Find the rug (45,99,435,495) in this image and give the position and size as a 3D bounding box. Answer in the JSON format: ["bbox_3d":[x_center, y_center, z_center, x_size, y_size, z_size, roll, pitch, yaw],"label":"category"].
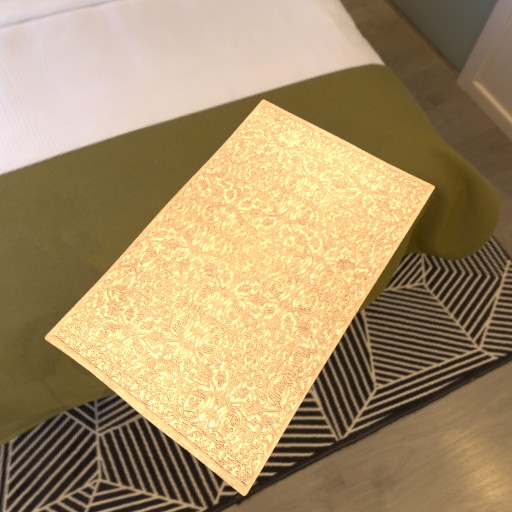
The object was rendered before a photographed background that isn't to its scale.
[{"bbox_3d":[0.000,0.000,3.004,1.529,0.012,2.435,32,68,14],"label":"rug"}]
